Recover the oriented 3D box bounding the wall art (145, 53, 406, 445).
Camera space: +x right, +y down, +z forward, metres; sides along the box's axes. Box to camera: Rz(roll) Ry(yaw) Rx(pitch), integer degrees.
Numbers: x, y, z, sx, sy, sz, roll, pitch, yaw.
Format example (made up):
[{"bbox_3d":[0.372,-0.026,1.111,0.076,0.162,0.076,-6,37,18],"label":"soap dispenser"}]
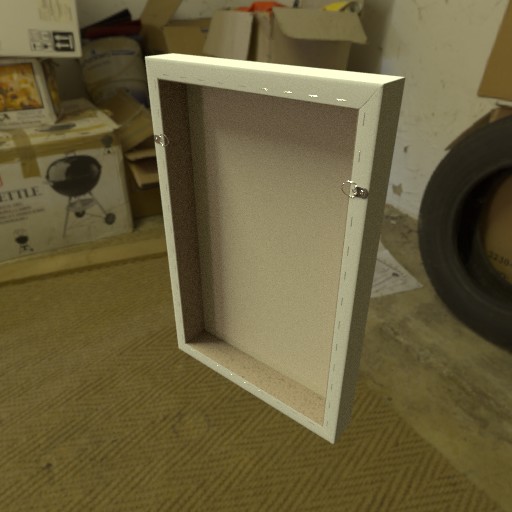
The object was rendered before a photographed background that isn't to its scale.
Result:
[{"bbox_3d":[0.000,0.000,0.479,0.252,0.381,0.039,22,37,33],"label":"wall art"}]
